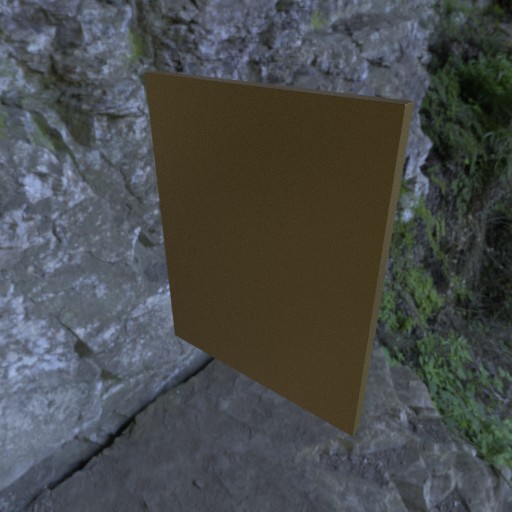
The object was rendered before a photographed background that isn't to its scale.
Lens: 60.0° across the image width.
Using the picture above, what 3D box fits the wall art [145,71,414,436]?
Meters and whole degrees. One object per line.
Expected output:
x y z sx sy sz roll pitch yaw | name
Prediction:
0.000 0.000 1.044 0.610 0.762 0.038 21 36 32 | wall art
